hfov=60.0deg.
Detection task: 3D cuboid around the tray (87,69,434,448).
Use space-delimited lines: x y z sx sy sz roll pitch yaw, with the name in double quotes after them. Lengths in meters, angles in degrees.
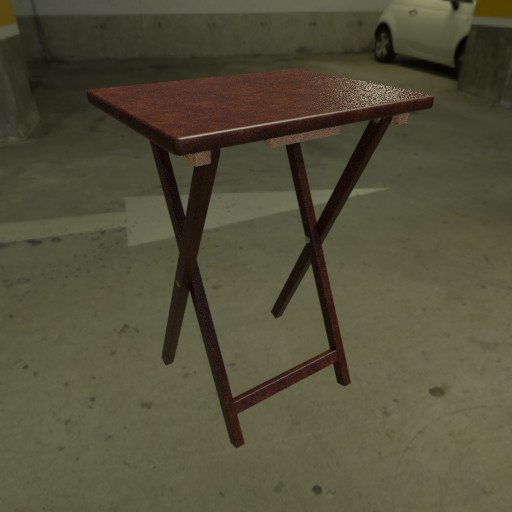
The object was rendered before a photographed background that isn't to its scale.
0.000 0.000 0.938 0.483 0.660 0.381 -19 35 -29 "tray"
